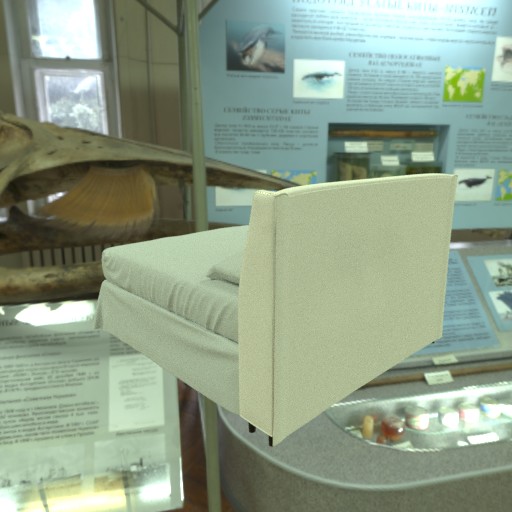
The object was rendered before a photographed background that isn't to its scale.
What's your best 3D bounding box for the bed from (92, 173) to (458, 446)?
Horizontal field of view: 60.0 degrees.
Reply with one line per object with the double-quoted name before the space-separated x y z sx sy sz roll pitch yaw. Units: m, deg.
"bed" 0.000 0.000 3.510 1.925 1.332 2.276 -13 19 -42
